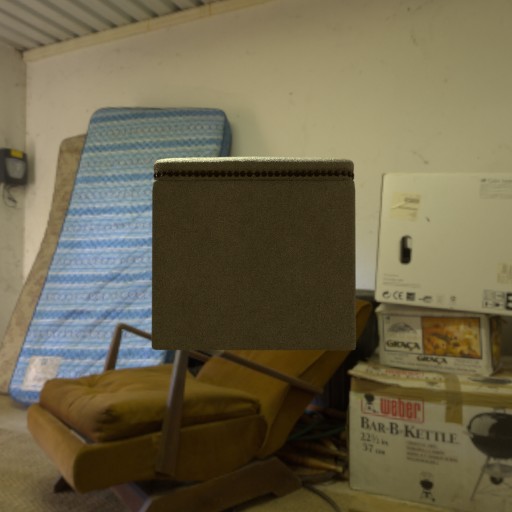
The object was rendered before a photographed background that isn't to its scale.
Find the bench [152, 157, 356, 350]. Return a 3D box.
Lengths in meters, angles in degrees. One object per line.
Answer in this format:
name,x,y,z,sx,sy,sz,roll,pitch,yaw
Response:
bench,0.000,0.000,1.719,0.470,0.447,1.482,0,-1,0
